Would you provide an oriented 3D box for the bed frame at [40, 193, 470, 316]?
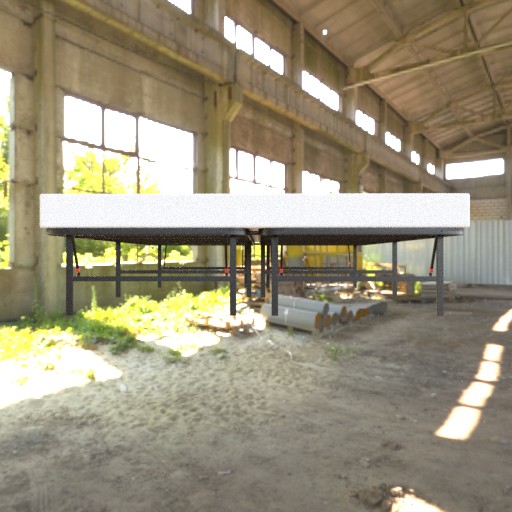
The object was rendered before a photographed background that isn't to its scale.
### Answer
[{"bbox_3d":[0.000,0.000,3.000,1.930,0.559,2.032,0,0,1],"label":"bed frame"}]
